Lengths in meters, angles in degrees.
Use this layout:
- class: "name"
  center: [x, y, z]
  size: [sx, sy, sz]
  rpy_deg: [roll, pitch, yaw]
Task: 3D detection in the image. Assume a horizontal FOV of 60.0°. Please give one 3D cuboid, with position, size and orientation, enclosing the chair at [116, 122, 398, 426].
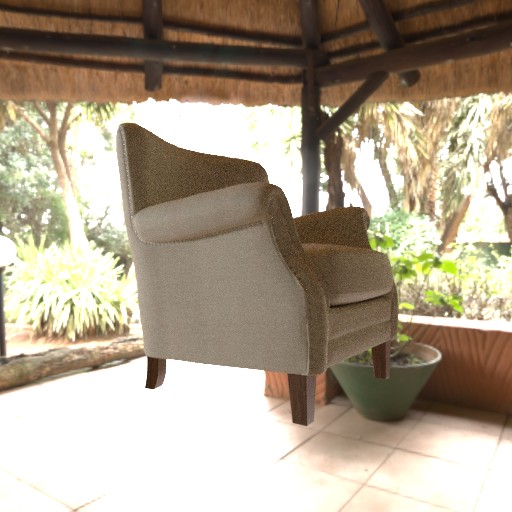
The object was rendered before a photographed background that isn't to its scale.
- class: "chair"
  center: [0.000, 0.000, 1.676]
  size: [0.921, 0.936, 0.861]
  rpy_deg: [0, -1, 35]
